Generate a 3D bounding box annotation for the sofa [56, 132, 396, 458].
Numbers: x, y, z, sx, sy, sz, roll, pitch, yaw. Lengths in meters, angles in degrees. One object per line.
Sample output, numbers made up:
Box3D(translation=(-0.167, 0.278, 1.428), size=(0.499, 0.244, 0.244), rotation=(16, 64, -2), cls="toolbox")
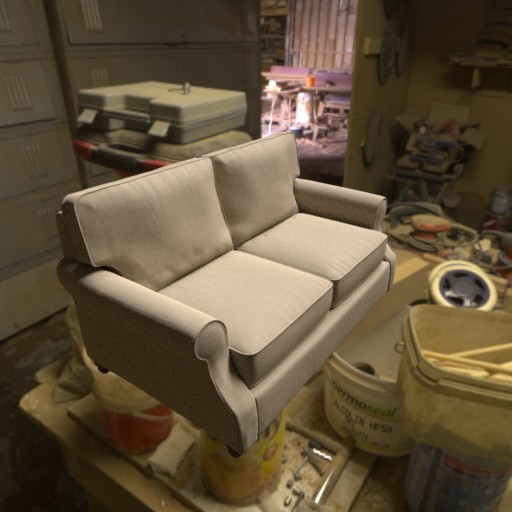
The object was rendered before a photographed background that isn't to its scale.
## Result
Box3D(translation=(0.000, 0.000, 2.210), size=(0.964, 0.937, 1.665), rotation=(18, 32, 32), cls="sofa")
